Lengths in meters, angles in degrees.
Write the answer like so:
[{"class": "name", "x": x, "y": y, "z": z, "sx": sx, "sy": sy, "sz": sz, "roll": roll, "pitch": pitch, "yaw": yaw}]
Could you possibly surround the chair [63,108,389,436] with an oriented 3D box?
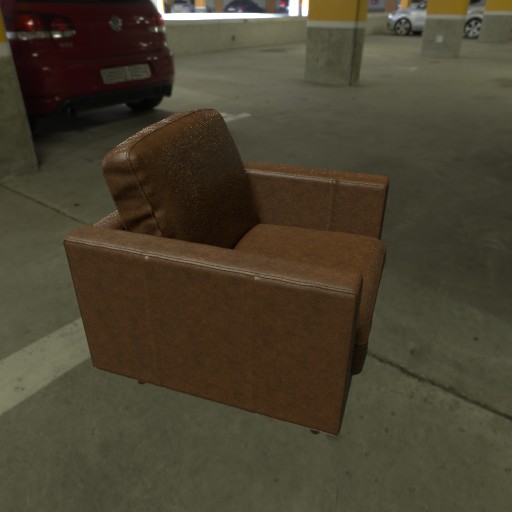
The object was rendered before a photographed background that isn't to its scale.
[{"class": "chair", "x": 0.000, "y": 0.000, "z": 1.646, "sx": 0.909, "sy": 0.956, "sz": 0.890, "roll": 10, "pitch": 31, "yaw": 17}]
